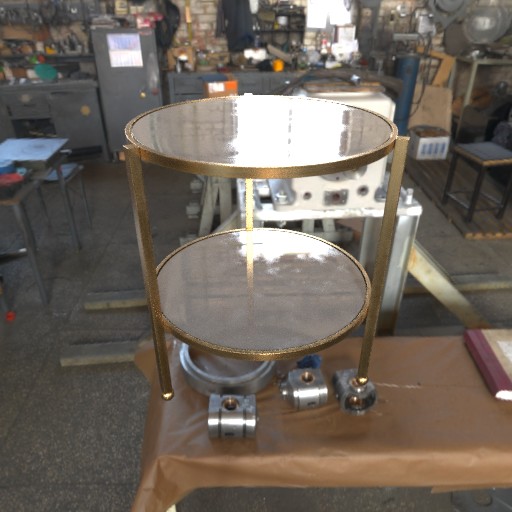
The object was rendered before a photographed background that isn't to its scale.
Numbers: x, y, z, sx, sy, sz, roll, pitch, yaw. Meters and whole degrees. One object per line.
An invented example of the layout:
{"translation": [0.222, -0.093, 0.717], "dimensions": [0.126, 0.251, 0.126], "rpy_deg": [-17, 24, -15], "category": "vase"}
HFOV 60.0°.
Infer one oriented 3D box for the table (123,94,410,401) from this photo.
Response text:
{"translation": [0.000, 0.000, 0.455], "dimensions": [0.243, 0.269, 0.231], "rpy_deg": [-20, 36, -30], "category": "table"}
